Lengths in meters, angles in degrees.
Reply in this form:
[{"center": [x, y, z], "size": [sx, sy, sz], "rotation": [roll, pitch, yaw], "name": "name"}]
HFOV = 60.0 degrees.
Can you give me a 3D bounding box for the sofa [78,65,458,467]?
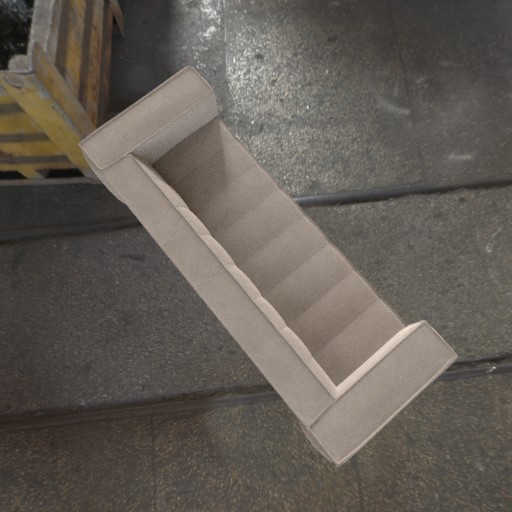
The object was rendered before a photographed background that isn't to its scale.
[{"center": [0.000, 0.000, 3.155], "size": [1.038, 0.680, 2.697], "rotation": [-39, 79, -9], "name": "sofa"}]
